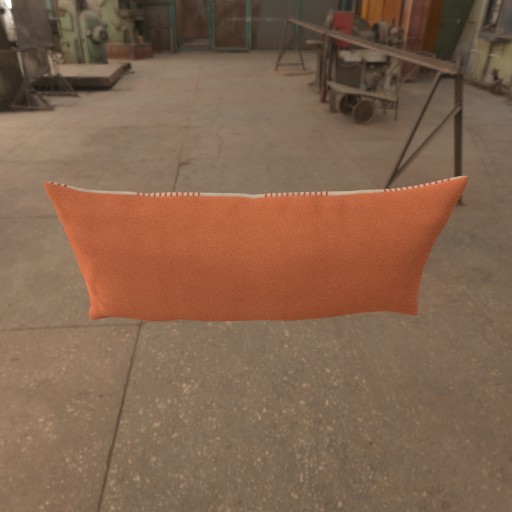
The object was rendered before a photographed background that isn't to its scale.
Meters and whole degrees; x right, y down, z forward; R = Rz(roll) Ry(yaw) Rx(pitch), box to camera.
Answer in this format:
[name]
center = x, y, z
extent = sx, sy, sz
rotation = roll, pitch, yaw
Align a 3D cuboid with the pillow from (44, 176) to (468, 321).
[pillow]
center = 0.000, 0.000, 0.729
extent = 0.608, 0.292, 0.156
rotation = -1, 31, -1
